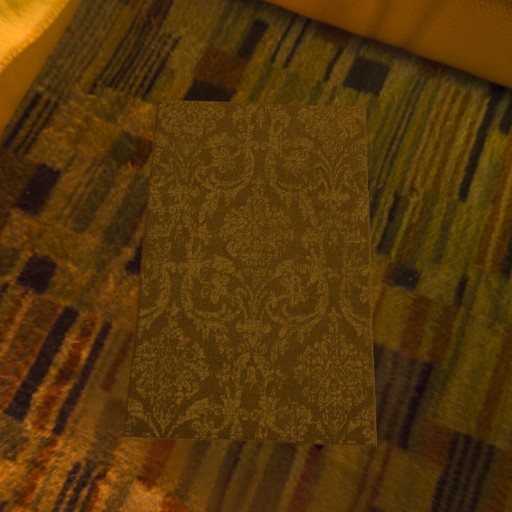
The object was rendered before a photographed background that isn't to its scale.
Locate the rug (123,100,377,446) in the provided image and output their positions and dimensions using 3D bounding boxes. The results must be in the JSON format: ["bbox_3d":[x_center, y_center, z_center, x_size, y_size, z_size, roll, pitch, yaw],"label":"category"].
[{"bbox_3d":[0.000,0.000,2.331,1.206,0.012,1.824,2,76,0],"label":"rug"}]
